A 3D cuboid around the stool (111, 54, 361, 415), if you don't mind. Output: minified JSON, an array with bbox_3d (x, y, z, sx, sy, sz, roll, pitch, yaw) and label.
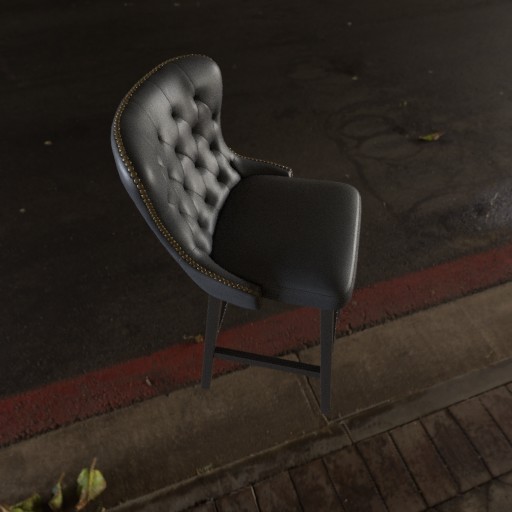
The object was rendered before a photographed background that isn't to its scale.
[{"bbox_3d":[0.000,0.000,1.298,0.593,0.971,0.528,9,48,8],"label":"stool"}]
